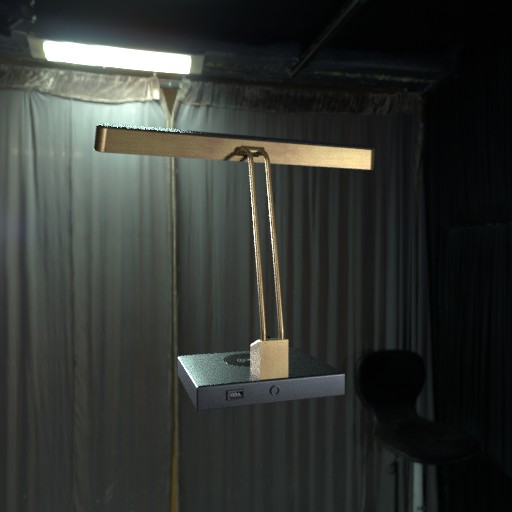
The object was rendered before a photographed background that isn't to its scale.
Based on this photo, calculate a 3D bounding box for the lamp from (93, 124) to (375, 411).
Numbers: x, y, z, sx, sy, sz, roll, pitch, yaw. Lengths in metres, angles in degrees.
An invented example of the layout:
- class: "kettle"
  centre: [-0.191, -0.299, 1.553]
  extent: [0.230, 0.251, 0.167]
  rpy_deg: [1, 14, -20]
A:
- class: "lamp"
  centre: [0.000, 0.000, 0.593]
  extent: [0.412, 0.345, 0.156]
  rpy_deg: [0, 0, -18]
